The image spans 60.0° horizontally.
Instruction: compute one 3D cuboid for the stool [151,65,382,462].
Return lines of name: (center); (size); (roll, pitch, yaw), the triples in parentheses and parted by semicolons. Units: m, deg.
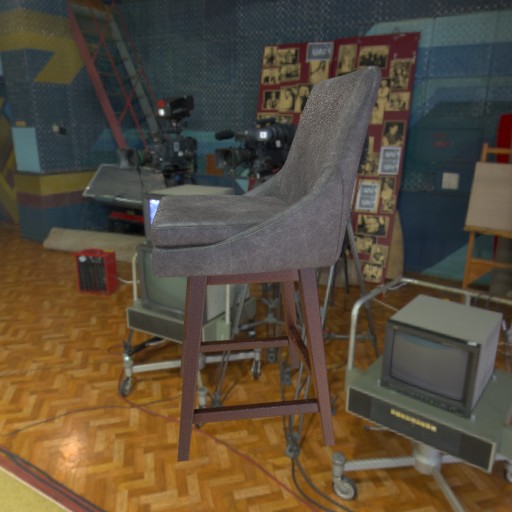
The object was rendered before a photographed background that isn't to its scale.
stool: (0.000, 0.000, 1.359); (0.587, 1.046, 0.492); (-2, 17, -8)
